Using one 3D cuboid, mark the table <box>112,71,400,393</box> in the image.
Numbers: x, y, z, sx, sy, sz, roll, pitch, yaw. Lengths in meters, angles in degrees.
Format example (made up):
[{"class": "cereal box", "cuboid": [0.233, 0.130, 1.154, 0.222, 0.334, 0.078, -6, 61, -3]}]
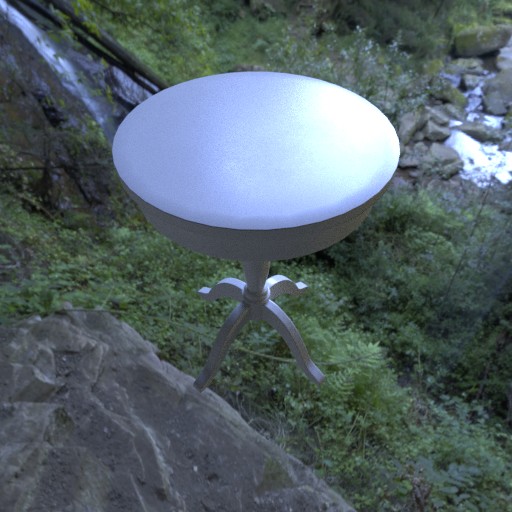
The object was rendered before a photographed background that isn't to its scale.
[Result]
[{"class": "table", "cuboid": [0.000, 0.000, 1.046, 0.513, 0.653, 0.513, 0, 47, 0]}]
